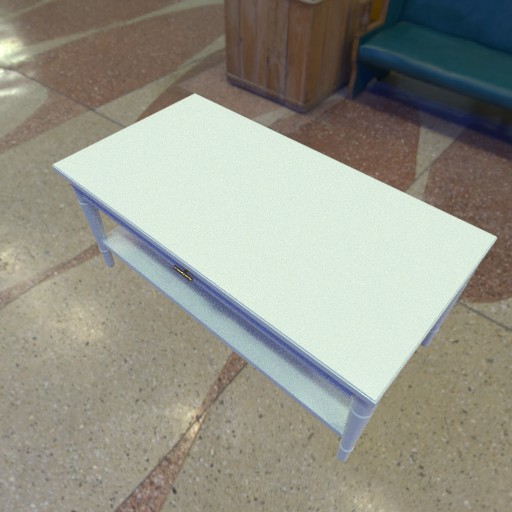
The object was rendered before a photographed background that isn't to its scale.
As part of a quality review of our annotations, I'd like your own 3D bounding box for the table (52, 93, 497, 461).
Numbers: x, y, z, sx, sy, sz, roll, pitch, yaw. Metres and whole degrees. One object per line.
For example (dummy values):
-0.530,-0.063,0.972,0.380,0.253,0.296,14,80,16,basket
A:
0.000,0.000,1.336,1.067,0.457,0.559,33,56,27,table
